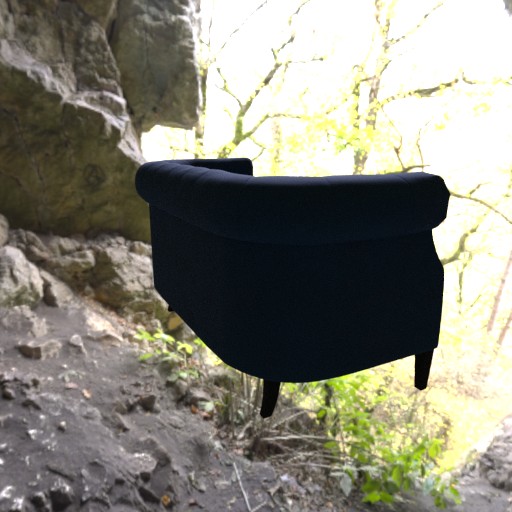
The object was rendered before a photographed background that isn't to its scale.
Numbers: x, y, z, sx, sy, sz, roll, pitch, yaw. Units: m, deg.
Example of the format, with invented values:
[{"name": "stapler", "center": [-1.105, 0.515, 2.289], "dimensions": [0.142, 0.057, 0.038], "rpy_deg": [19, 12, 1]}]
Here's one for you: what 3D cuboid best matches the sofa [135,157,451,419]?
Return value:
[{"name": "sofa", "center": [0.000, 0.000, 2.014], "dimensions": [0.835, 0.827, 1.558], "rpy_deg": [-8, 17, -27]}]
